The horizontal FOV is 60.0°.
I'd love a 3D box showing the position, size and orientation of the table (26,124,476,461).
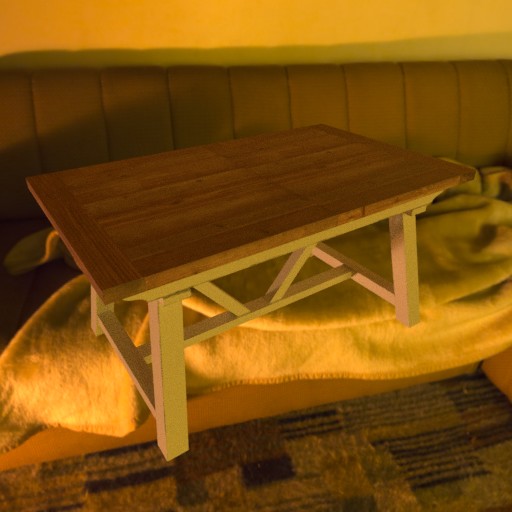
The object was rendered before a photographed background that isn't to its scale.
[{"bbox_3d":[0.000,0.000,1.917,1.503,0.743,0.922,-19,35,-29],"label":"table"}]
